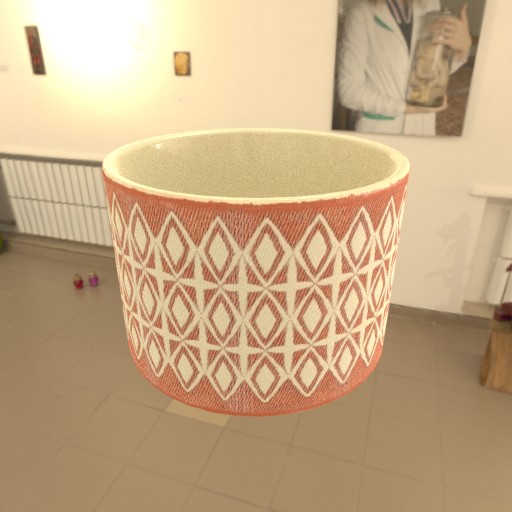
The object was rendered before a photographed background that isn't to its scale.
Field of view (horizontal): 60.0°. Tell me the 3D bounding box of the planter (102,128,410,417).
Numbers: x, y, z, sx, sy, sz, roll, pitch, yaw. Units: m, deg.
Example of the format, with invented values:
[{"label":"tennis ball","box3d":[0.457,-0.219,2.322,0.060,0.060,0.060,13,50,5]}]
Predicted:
[{"label":"planter","box3d":[0.000,0.000,0.320,0.192,0.148,0.192,0,26,0]}]
